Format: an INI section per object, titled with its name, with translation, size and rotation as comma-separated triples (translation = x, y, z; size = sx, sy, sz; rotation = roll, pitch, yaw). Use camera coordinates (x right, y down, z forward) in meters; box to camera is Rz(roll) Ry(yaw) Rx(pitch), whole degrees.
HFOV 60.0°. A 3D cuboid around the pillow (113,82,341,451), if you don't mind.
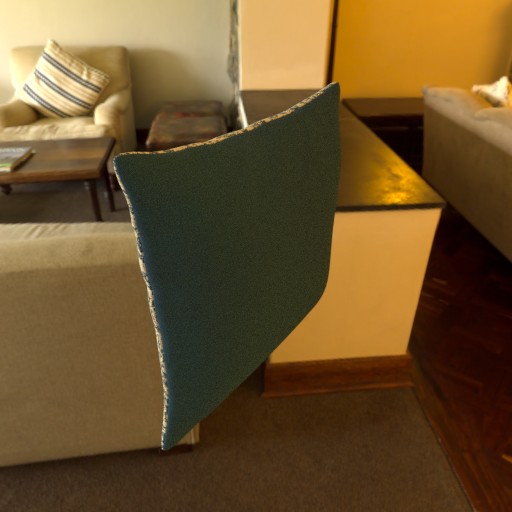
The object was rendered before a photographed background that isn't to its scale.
[pillow]
translation = 0.000, 0.000, 0.781
size = 0.166, 0.510, 0.523
rotation = 21, 37, 30
